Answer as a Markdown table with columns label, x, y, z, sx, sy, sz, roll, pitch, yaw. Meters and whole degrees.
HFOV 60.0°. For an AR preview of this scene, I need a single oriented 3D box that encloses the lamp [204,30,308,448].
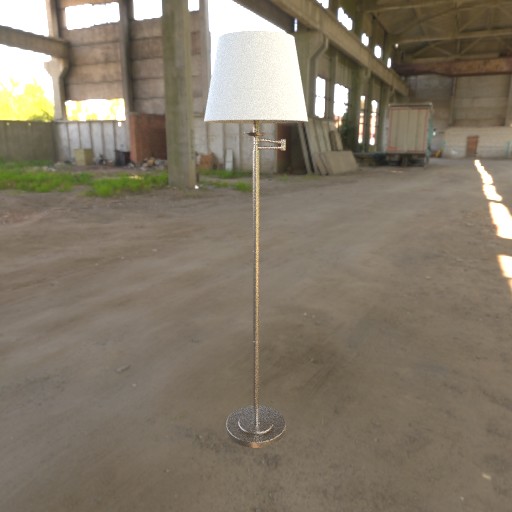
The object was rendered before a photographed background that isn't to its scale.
| label | x | y | z | sx | sy | sz | roll | pitch | yaw |
| --- | --- | --- | --- | --- | --- | --- | --- | --- | --- |
| lamp | 0.000 | 0.000 | 1.643 | 0.355 | 1.473 | 0.355 | 0 | 15 | 0 |
